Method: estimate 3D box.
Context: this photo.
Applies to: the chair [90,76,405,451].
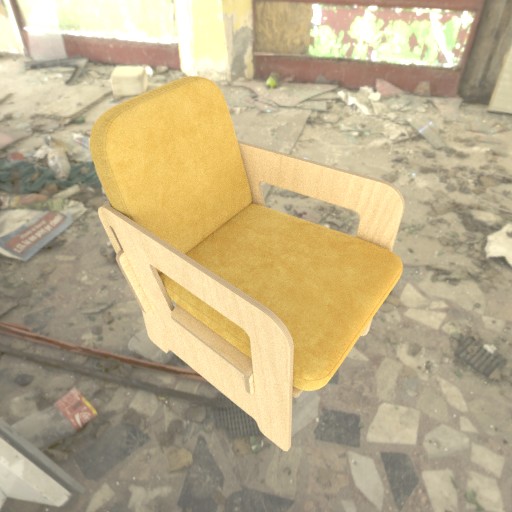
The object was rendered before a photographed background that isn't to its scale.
[{"bbox_3d":[0.000,0.000,1.252,0.710,0.800,0.590,25,47,26],"label":"chair"}]
